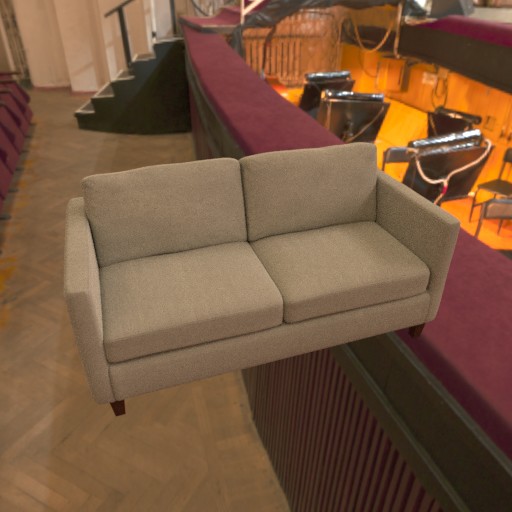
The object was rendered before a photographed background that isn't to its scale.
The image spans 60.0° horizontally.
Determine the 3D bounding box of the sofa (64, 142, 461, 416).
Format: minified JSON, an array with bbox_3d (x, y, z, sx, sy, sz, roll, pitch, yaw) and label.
[{"bbox_3d":[0.000,0.000,2.440,1.884,0.963,0.950,-10,33,-16],"label":"sofa"}]
